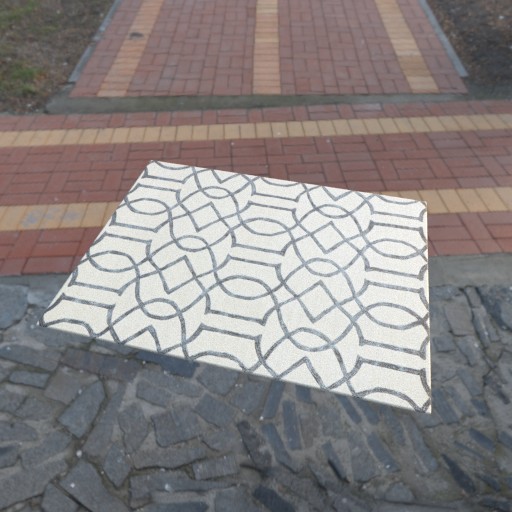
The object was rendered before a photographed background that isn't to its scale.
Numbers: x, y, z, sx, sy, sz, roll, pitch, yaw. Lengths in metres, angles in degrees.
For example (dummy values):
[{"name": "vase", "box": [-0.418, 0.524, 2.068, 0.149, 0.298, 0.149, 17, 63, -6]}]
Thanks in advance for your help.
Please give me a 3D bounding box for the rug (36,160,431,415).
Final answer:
[{"name": "rug", "box": [0.000, 0.000, 3.866, 2.910, 0.021, 2.211, 10, 48, 9]}]
